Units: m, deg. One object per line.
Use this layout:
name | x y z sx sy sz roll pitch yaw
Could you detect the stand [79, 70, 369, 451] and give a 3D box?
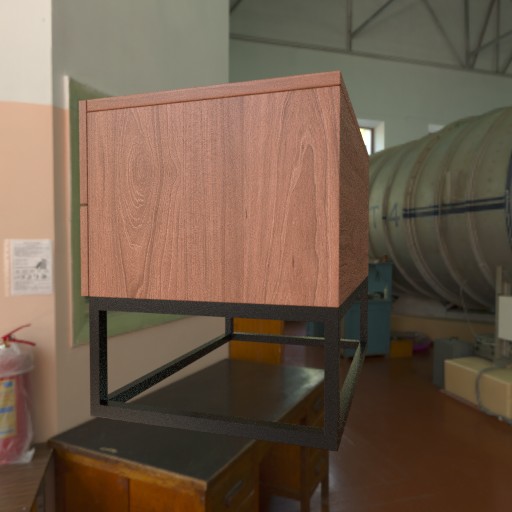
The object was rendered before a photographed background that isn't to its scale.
stand | 0.000 0.000 0.927 0.420 0.500 0.600 1 2 18
